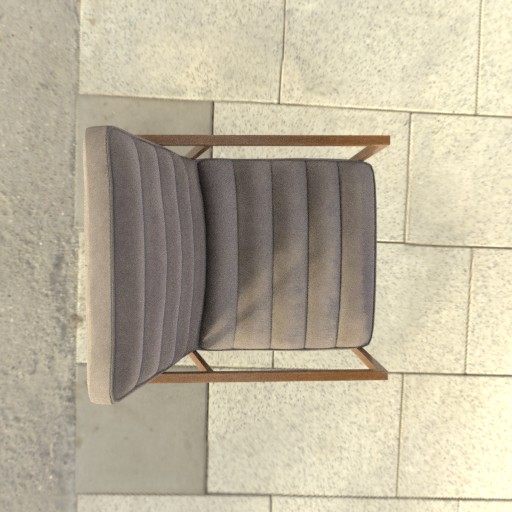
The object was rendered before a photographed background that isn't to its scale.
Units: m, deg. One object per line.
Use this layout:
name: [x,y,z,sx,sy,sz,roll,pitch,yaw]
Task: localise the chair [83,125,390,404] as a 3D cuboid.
chair: [0.000,0.000,1.240,0.682,0.843,0.578,0,93,-2]
